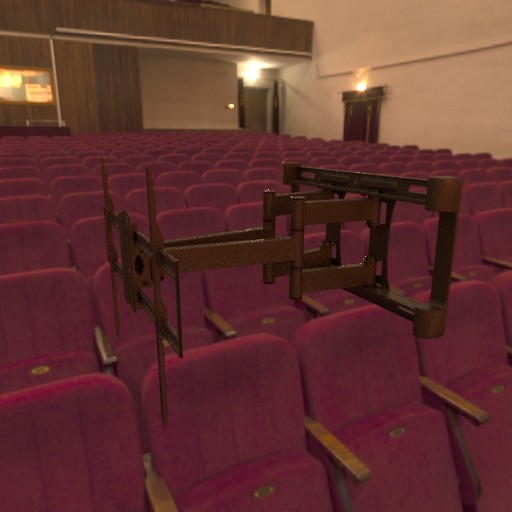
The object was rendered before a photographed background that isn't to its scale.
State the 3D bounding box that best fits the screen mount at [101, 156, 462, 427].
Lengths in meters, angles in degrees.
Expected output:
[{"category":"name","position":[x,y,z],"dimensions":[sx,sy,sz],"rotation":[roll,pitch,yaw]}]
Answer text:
[{"category":"screen mount","position":[0.000,0.000,1.120],"dimensions":[0.644,0.491,0.661],"rotation":[-8,17,-27]}]
